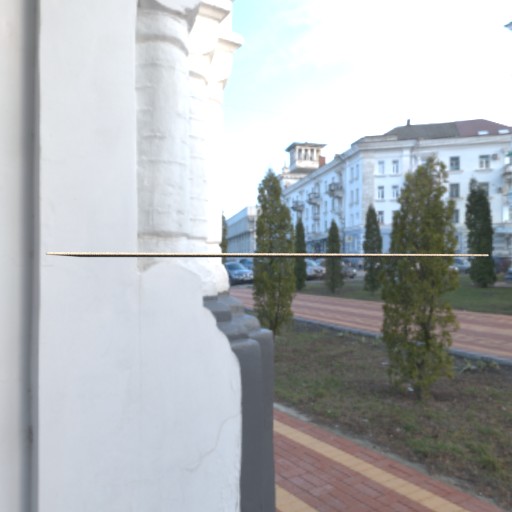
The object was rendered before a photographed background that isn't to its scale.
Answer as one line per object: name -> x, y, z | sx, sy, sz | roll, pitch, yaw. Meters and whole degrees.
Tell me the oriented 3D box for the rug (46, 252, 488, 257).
rug -> 0.000, 0.000, 2.321 | 1.828, 0.007, 1.220 | 0, -1, -17
